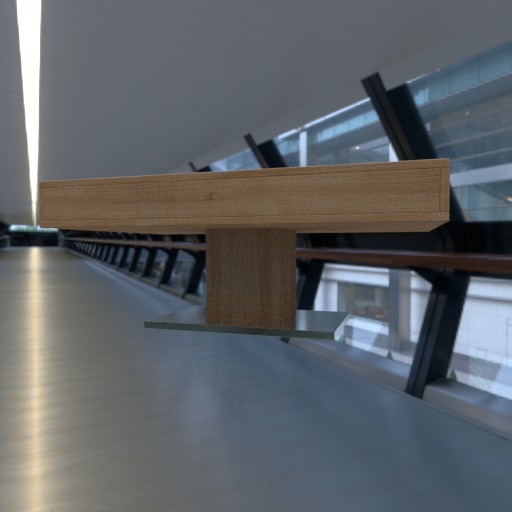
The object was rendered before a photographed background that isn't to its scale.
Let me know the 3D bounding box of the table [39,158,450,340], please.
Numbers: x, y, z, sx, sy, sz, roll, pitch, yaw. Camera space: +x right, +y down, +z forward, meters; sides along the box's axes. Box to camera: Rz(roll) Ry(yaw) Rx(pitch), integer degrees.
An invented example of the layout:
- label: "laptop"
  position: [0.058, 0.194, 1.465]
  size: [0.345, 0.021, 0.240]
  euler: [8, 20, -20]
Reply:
- label: "table"
  position: [0.000, 0.000, 1.457]
  size: [1.100, 0.440, 0.700]
  euler: [0, 1, 18]
